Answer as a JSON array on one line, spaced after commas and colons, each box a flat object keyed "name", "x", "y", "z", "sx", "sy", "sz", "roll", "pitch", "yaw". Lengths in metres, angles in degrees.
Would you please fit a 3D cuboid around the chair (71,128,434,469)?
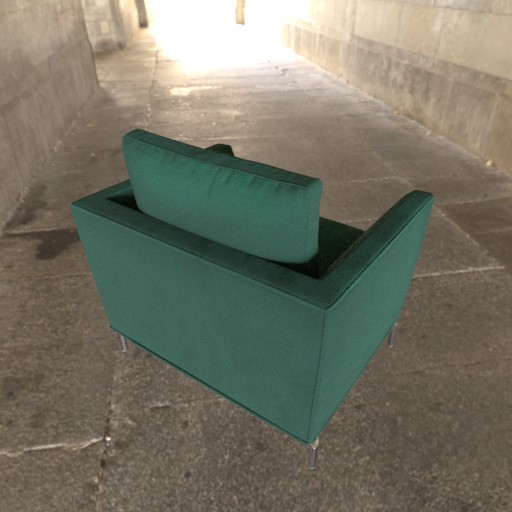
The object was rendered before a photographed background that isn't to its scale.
[{"name": "chair", "x": 0.000, "y": 0.000, "z": 1.741, "sx": 1.047, "sy": 0.997, "sz": 0.852, "roll": 21, "pitch": 38, "yaw": 29}]
